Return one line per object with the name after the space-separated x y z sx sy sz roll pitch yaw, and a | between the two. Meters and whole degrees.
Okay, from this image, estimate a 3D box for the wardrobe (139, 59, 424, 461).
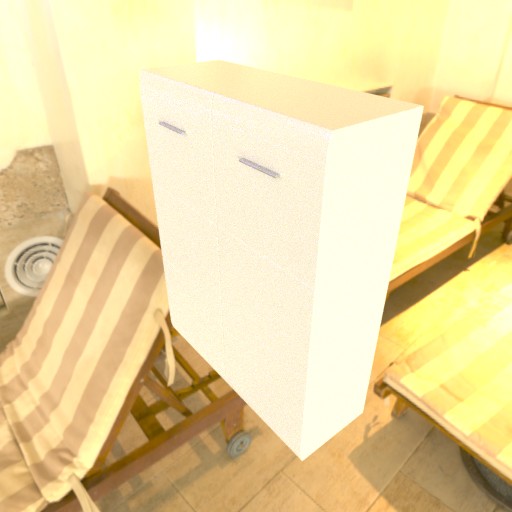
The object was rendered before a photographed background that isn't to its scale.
0.000 0.000 1.636 0.360 1.200 0.900 -23 39 -32 | wardrobe
